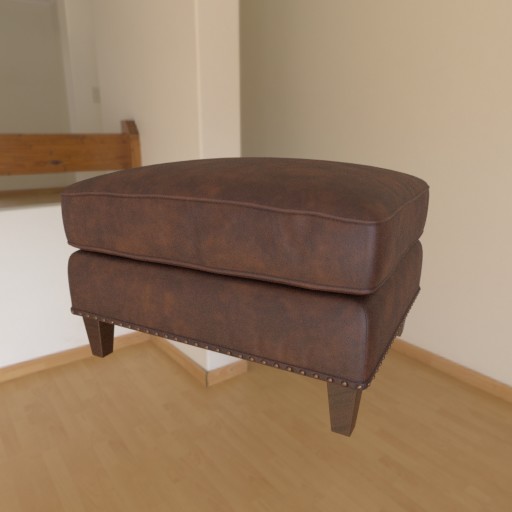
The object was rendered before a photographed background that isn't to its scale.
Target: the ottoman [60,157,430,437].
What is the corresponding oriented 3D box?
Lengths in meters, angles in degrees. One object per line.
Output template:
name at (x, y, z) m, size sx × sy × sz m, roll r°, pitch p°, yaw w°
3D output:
ottoman at (0.000, 0.000, 1.128) m, size 0.742 × 0.486 × 0.586 m, roll 8°, pitch 17°, yaw 27°
